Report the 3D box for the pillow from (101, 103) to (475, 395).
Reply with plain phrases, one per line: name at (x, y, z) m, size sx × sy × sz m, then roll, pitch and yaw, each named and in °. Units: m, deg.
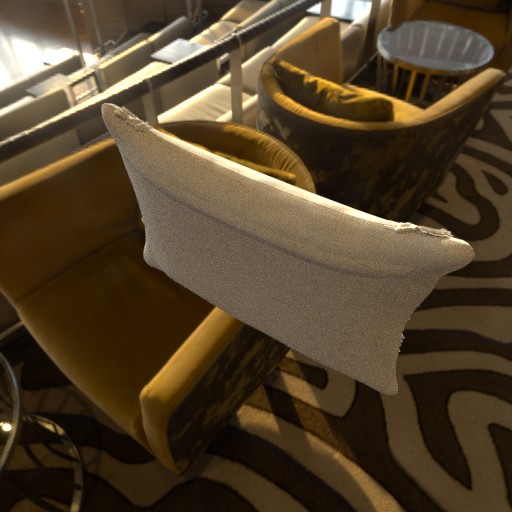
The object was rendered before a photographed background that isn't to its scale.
pillow at (0.000, 0.000, 0.586) m, size 0.466 × 0.305 × 0.084 m, roll 26°, pitch 53°, yaw 21°
